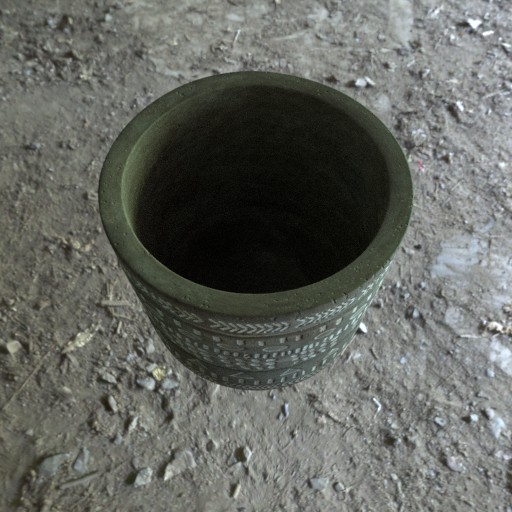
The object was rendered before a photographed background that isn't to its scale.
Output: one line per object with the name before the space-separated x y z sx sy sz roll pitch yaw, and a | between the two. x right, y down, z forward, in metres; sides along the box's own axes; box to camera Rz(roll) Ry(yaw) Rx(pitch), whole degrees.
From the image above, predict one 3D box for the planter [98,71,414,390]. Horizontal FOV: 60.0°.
planter | 0.000 0.000 0.263 0.142 0.149 0.142 0 60 0
